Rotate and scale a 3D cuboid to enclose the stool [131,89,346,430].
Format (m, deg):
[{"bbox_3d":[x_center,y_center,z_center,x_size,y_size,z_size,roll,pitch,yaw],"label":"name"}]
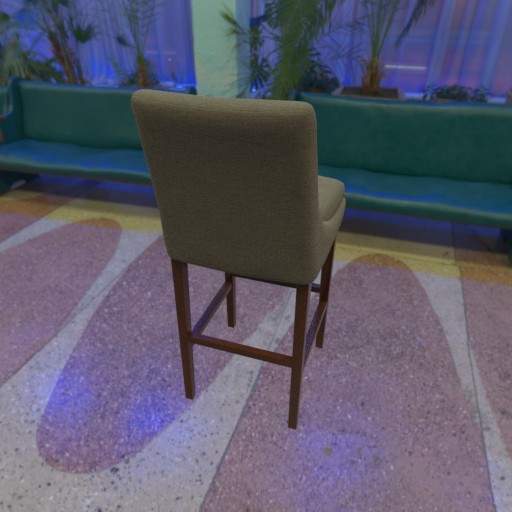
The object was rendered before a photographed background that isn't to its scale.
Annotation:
[{"bbox_3d":[0.000,0.000,1.412,0.470,1.078,0.577,10,33,16],"label":"stool"}]
